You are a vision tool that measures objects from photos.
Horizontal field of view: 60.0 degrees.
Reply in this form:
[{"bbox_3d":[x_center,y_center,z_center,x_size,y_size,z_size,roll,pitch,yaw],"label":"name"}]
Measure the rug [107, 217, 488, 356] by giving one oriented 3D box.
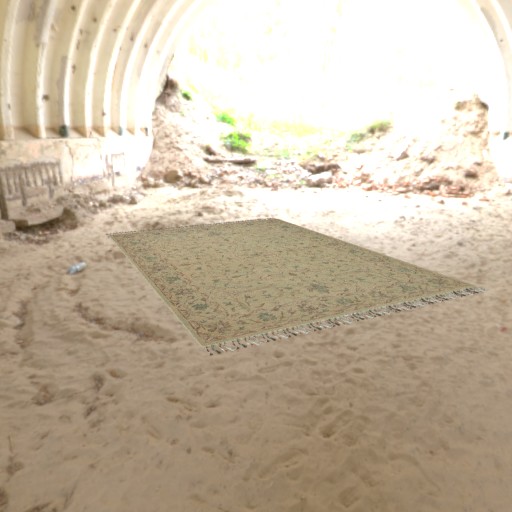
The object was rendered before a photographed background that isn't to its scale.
[{"bbox_3d":[0.000,0.000,2.321,1.247,0.008,1.802,-8,17,-26],"label":"rug"}]
